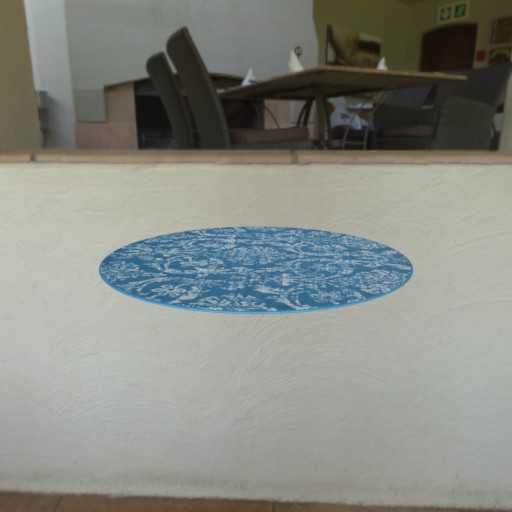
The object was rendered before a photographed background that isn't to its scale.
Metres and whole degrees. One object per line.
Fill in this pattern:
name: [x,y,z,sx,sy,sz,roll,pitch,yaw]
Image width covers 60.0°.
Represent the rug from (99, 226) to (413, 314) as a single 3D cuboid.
rug: [0.000,0.000,2.373,1.593,0.012,1.593,0,15,0]
